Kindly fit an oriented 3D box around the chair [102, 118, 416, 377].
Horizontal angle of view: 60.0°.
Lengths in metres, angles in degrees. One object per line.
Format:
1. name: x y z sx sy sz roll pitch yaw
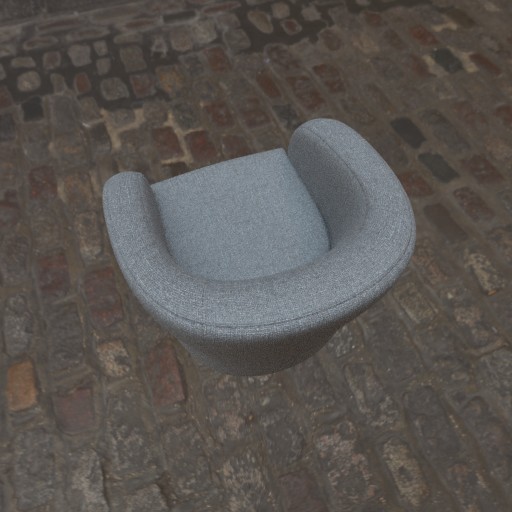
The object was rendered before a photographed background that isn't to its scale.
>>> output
1. chair: 0.000 0.000 1.439 0.791 0.771 0.815 -18 61 -10
